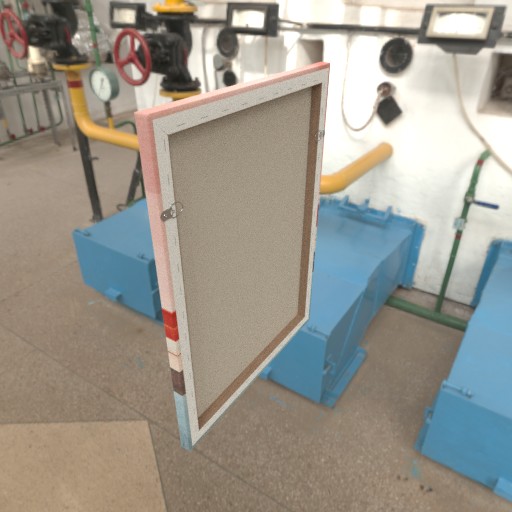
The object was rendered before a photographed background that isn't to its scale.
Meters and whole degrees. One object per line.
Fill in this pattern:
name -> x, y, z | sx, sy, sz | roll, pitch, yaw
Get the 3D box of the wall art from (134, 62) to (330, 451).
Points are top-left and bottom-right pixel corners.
wall art -> 0.000, 0.000, 1.366 | 0.039, 1.016, 0.761 | 20, 37, 29
